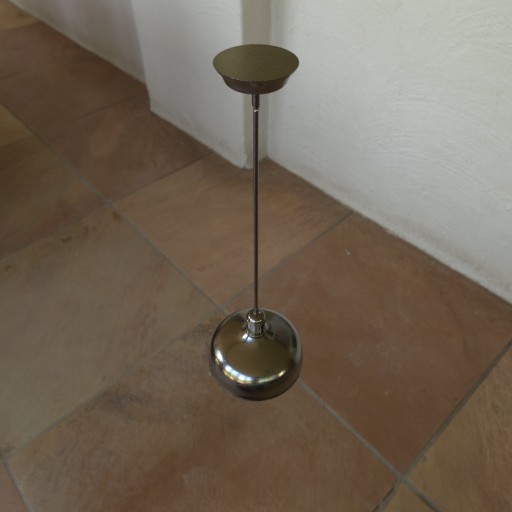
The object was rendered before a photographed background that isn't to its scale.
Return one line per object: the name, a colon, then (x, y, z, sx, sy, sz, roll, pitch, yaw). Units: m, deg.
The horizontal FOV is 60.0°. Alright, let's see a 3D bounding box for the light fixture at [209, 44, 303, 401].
light fixture: (0.000, 0.000, 1.070, 0.299, 0.935, 0.299, -31, 54, -26)
